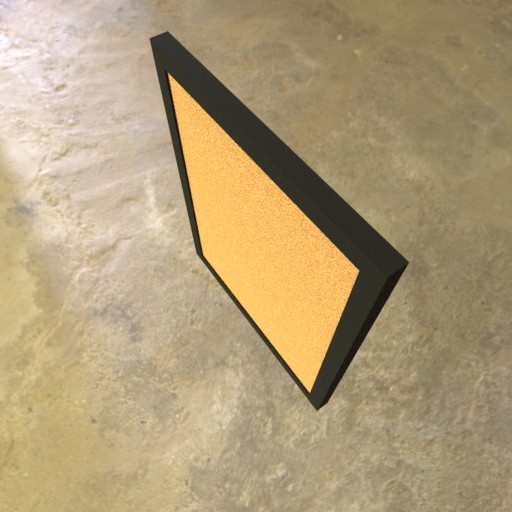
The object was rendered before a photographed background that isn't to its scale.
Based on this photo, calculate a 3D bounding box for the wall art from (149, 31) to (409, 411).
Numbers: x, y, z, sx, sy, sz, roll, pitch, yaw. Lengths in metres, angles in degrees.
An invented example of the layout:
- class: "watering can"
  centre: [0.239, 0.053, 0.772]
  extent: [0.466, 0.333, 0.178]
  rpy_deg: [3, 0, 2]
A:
- class: "wall art"
  centre: [0.000, 0.000, 0.750]
  extent: [0.029, 0.559, 0.457]
  rpy_deg: [-32, 64, -18]
